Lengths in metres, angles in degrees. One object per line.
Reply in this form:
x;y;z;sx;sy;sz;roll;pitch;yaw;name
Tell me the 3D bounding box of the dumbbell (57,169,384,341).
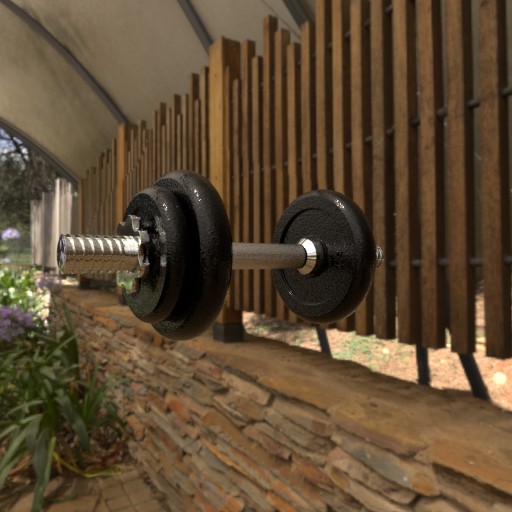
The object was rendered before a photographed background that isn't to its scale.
0.000;0.000;0.599;0.497;0.202;0.202;1;-1;-37;dumbbell
